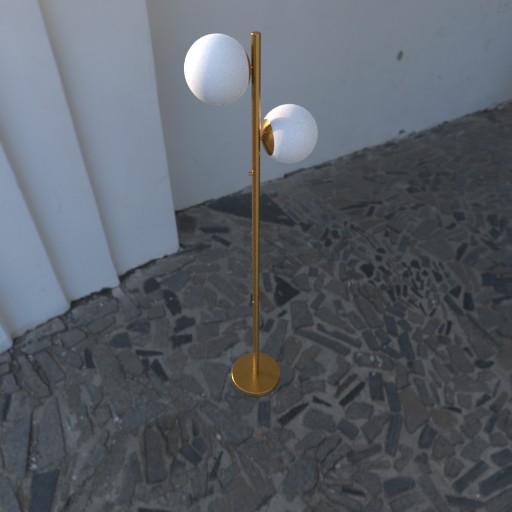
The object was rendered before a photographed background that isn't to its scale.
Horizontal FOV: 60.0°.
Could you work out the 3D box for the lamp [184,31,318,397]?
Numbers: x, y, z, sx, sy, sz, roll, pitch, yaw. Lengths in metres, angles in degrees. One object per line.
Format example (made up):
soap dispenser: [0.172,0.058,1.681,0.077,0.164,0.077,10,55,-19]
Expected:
lamp: [0.000,0.000,1.764,0.419,1.641,0.249,-12,42,-14]
